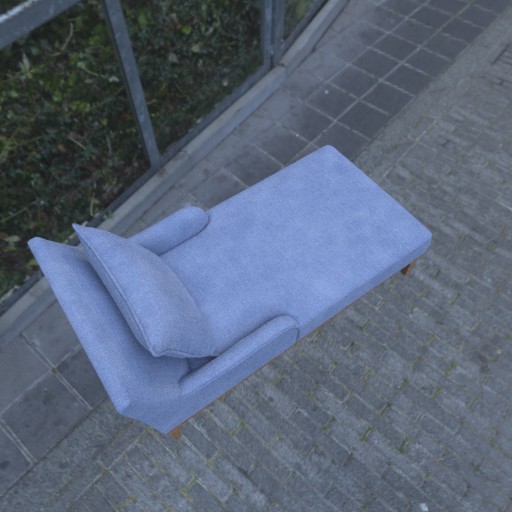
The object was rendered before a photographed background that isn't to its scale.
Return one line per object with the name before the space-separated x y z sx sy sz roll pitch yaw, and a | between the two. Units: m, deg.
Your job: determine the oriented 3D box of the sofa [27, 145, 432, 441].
sofa | 0.000 0.000 2.287 1.779 0.883 0.904 -31 63 -18
